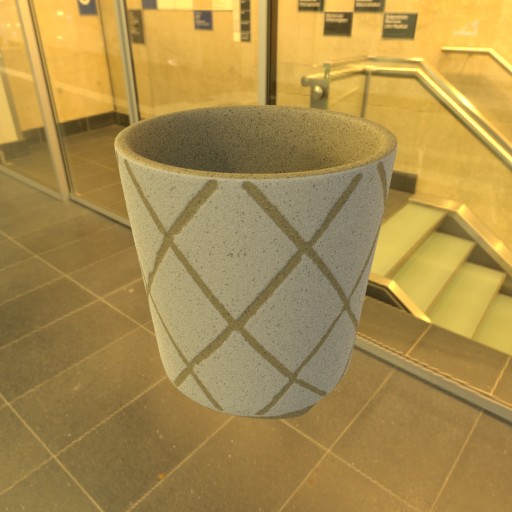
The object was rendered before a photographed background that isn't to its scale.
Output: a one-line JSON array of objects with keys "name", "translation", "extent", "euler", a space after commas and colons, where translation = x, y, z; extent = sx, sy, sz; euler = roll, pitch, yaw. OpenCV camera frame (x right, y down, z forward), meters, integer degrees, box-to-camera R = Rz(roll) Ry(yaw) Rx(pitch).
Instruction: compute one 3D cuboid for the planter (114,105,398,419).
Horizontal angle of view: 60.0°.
[{"name": "planter", "translation": [0.000, 0.000, 0.357], "extent": [0.191, 0.199, 0.191], "euler": [0, 30, 0]}]
